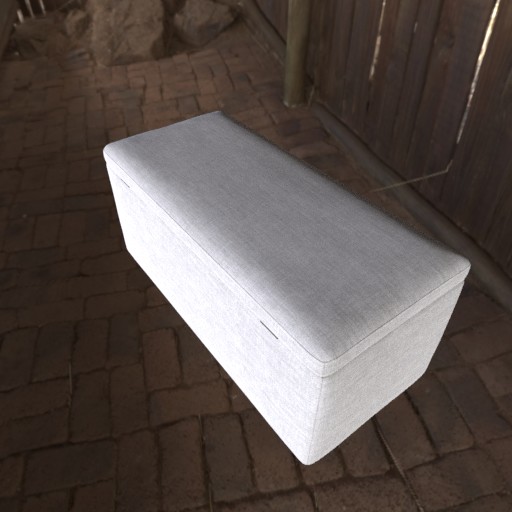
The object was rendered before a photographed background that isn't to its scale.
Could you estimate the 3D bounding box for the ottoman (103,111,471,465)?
[{"bbox_3d":[0.000,0.000,1.155,0.419,0.432,0.902,-26,48,-27],"label":"ottoman"}]
